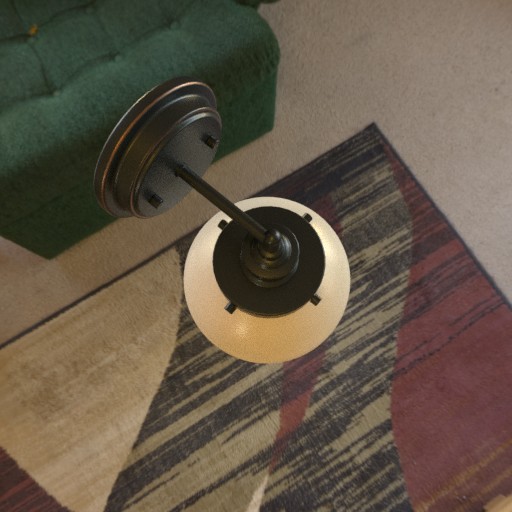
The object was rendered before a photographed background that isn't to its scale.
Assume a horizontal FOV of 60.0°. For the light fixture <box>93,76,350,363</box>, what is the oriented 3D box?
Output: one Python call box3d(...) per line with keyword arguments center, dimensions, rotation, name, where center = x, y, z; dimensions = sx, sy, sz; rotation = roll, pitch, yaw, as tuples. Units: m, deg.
box3d(center=(0.000, 0.000, 0.464), dimensions=(0.230, 0.332, 0.197), rotation=(39, 79, 9), name="light fixture")
